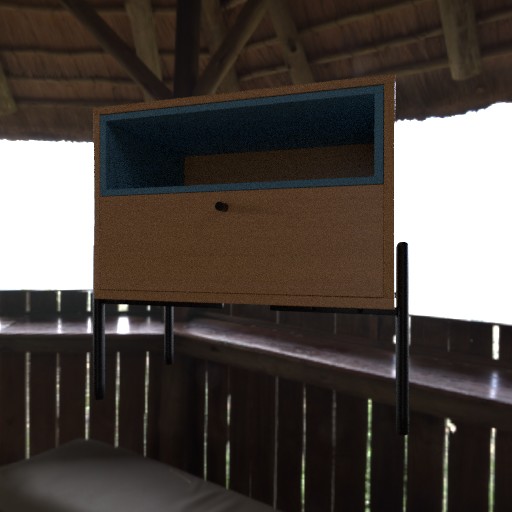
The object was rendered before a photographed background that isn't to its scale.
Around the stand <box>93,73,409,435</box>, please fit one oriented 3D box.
[{"bbox_3d":[0.000,0.000,0.978,0.630,0.600,0.400,0,0,17],"label":"stand"}]
